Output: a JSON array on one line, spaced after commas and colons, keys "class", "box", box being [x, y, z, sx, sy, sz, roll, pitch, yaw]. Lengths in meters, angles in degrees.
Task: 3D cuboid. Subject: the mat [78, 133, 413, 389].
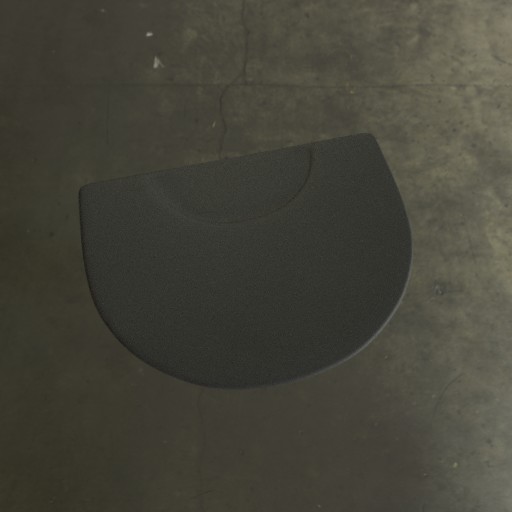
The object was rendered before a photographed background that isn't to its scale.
[{"class": "mat", "box": [0.000, 0.000, 1.595, 1.220, 0.016, 0.917, -12, 64, -6]}]
